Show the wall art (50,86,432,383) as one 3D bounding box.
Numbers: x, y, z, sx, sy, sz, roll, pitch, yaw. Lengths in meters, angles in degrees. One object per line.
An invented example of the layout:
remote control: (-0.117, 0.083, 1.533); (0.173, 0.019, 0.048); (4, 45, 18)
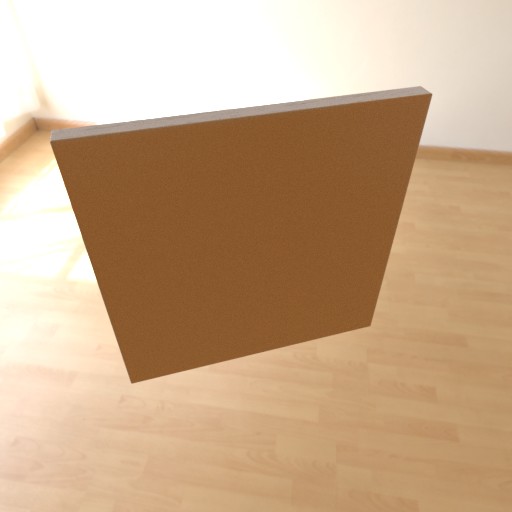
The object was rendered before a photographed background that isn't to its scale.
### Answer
wall art: (0.000, 0.000, 1.893); (1.287, 1.288, 0.078); (-11, 43, -12)
